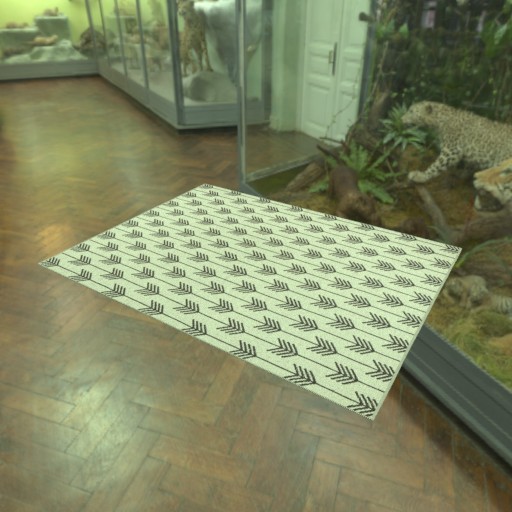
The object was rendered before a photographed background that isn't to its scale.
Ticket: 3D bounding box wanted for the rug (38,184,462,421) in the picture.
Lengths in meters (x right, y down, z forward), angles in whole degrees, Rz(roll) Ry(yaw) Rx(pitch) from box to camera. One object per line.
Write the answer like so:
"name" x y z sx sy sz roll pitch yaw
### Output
"rug" 0.000 0.000 4.004 3.061 0.010 2.330 18 35 28
